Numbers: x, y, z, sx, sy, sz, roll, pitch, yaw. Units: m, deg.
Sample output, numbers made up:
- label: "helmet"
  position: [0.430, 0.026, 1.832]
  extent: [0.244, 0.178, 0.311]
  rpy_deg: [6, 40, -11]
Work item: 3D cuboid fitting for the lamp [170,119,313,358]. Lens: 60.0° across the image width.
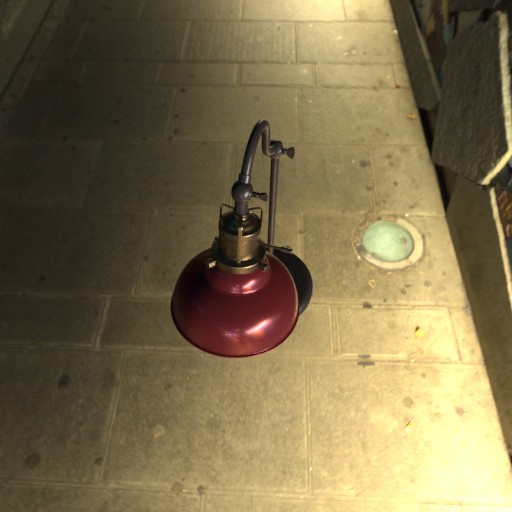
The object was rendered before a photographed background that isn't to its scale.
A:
- label: "lamp"
  position: [0.000, 0.000, 0.699]
  extent: [0.192, 0.508, 0.374]
  rpy_deg: [14, 58, 9]
